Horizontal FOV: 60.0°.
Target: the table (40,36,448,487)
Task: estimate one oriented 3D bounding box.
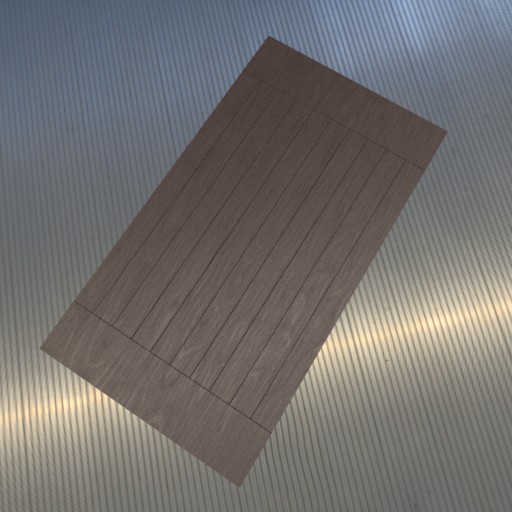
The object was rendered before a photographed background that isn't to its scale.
[{"bbox_3d":[0.000,0.000,1.394,0.600,0.494,1.062,32,78,7],"label":"table"}]
